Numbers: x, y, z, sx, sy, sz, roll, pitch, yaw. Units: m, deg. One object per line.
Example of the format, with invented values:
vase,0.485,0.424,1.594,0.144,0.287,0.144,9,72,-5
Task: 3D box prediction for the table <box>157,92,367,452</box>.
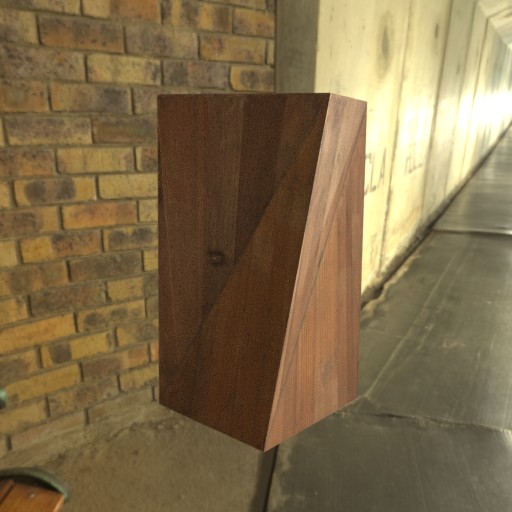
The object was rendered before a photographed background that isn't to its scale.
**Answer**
table,0.000,0.000,0.908,0.425,0.604,0.441,-8,18,-26
